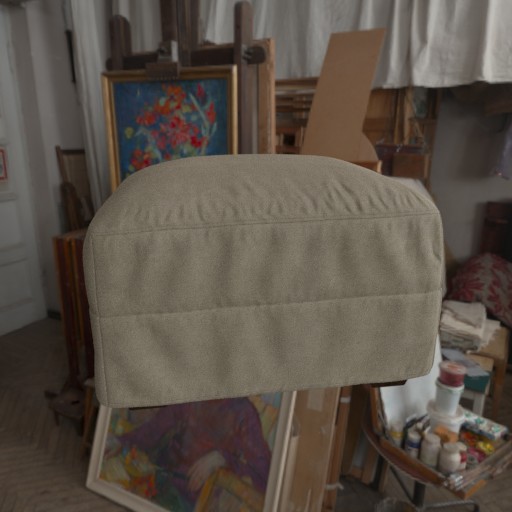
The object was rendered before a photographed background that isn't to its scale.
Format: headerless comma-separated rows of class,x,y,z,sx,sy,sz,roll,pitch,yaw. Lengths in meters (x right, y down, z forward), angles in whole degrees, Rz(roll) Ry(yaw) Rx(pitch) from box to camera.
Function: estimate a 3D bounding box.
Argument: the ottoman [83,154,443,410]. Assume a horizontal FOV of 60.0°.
ottoman,0.000,0.000,1.074,0.712,0.480,0.584,-3,16,-9
